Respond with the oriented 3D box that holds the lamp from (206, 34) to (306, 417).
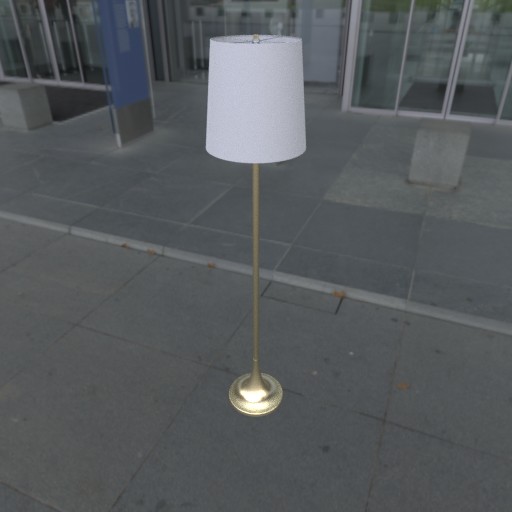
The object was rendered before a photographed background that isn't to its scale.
[{"bbox_3d":[0.000,0.000,1.722,0.337,1.543,0.337,0,31,0],"label":"lamp"}]
